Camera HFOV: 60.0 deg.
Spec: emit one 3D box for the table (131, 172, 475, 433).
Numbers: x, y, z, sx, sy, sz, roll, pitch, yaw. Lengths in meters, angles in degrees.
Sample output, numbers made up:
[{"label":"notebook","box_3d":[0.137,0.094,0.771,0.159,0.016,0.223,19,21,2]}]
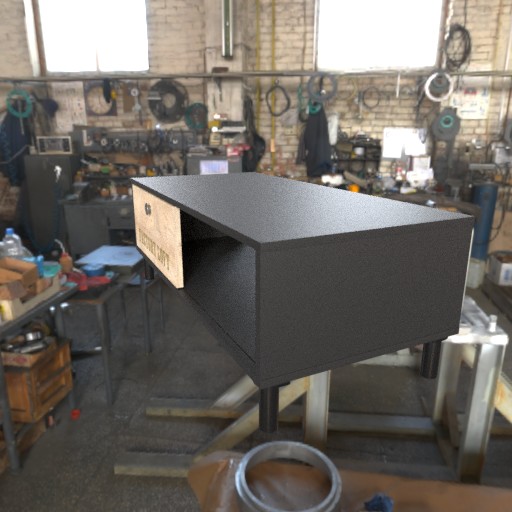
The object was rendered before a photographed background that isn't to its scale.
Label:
[{"label":"table","box_3d":[0.000,0.000,1.386,0.550,0.400,1.100,-8,18,-25]}]
